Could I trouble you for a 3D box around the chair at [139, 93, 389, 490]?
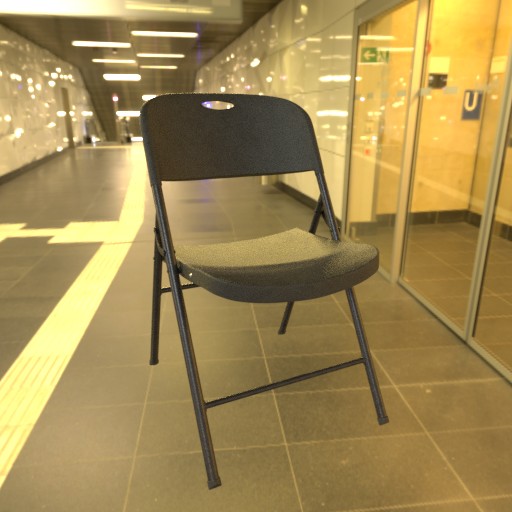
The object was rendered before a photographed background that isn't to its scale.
[{"bbox_3d":[0.000,0.000,1.149,0.494,0.810,0.566,-9,20,-25],"label":"chair"}]
